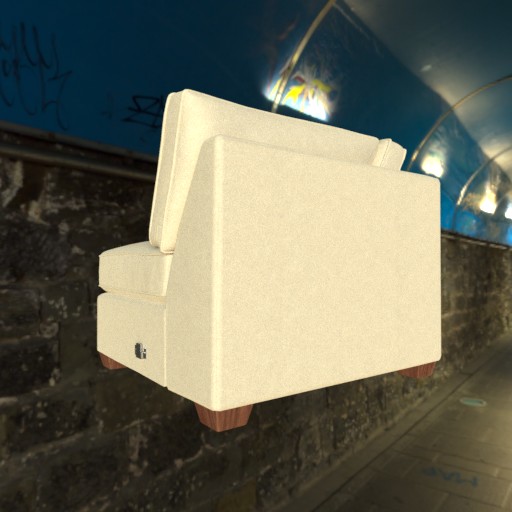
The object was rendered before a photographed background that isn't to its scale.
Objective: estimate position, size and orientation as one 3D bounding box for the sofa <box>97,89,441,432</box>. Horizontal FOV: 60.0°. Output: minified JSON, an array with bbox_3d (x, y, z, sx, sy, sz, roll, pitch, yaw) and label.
[{"bbox_3d":[0.000,0.000,1.940,1.146,1.002,1.084,1,-1,-37],"label":"sofa"}]
